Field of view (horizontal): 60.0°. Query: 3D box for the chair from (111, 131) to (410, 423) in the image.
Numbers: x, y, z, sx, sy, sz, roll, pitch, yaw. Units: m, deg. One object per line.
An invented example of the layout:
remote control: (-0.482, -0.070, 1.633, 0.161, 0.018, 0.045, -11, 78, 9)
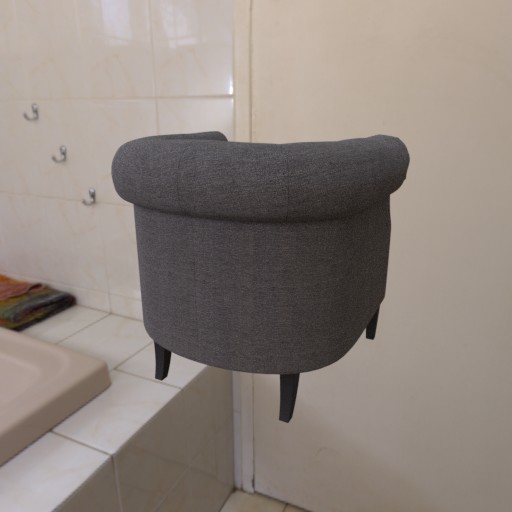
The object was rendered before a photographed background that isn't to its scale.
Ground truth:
chair: (0.000, 0.000, 1.565, 0.905, 0.827, 0.852, 9, 20, 26)
